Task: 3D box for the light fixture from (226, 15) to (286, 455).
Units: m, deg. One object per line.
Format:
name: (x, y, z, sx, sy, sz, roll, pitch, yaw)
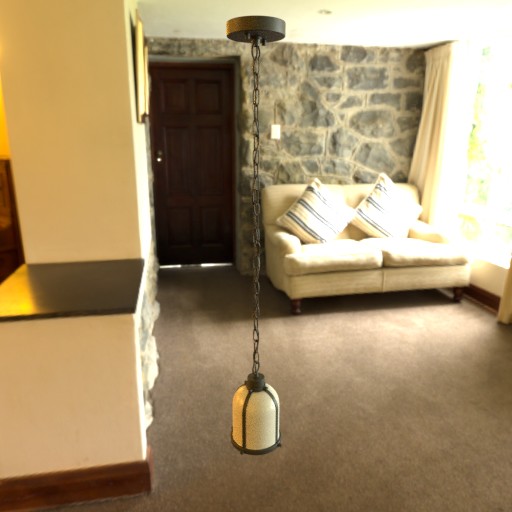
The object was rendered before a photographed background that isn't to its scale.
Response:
light fixture: (0.000, 0.000, 1.239, 0.178, 1.181, 0.178, 8, 17, 28)
